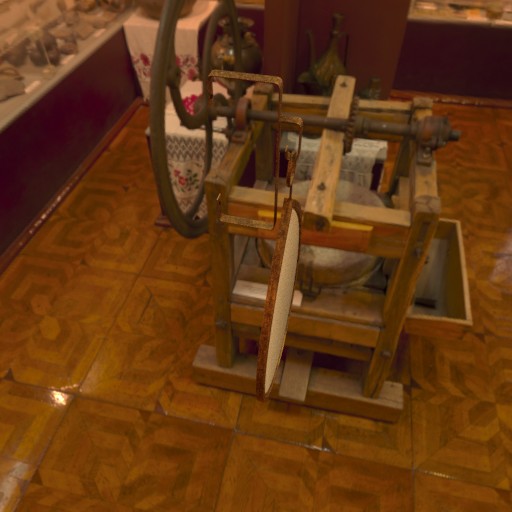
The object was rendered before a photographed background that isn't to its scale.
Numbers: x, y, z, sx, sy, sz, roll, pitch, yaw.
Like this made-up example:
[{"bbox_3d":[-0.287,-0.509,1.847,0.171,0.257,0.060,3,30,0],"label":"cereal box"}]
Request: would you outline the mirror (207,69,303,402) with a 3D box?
[{"bbox_3d":[0.000,0.000,0.905,0.144,0.744,0.405,11,48,10],"label":"mirror"}]
